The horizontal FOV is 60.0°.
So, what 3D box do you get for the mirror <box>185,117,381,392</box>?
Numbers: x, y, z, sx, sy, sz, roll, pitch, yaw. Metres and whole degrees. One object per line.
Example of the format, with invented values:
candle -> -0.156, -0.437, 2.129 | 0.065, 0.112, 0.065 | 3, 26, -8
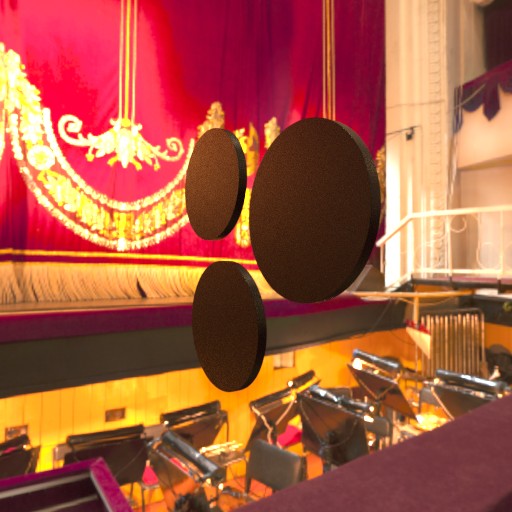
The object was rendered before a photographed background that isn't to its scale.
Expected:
mirror -> 0.000, 0.000, 3.150 | 0.076, 2.096, 2.160 | 0, -1, -35
